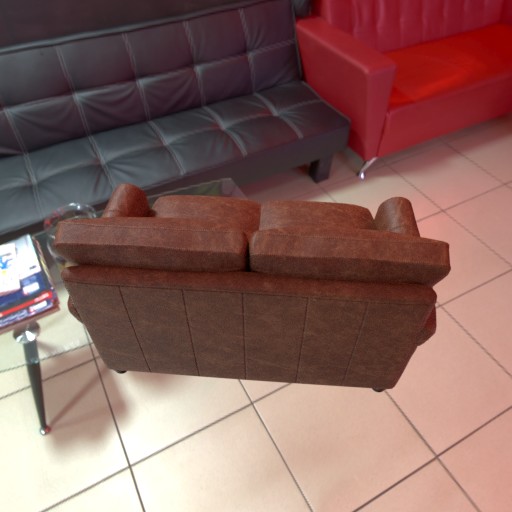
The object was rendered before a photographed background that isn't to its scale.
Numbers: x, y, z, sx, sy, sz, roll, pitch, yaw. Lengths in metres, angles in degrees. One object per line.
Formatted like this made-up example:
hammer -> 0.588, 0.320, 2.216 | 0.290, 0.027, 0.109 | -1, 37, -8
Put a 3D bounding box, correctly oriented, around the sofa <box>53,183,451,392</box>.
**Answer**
sofa -> 0.000, 0.000, 2.229 | 1.616, 0.967, 0.990 | 3, 48, 3
